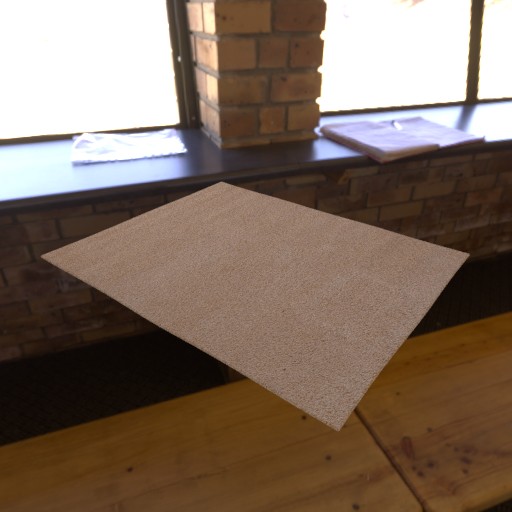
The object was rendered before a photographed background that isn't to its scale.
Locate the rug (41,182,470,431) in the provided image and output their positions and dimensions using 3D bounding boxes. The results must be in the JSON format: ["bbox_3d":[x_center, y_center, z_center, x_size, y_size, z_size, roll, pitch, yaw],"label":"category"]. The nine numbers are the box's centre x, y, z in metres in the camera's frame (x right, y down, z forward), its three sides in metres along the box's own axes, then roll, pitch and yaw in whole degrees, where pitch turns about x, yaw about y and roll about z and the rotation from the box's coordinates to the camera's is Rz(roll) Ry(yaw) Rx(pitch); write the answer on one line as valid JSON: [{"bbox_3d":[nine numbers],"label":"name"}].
[{"bbox_3d":[0.000,0.000,3.972,3.000,0.025,2.400,21,36,32],"label":"rug"}]
